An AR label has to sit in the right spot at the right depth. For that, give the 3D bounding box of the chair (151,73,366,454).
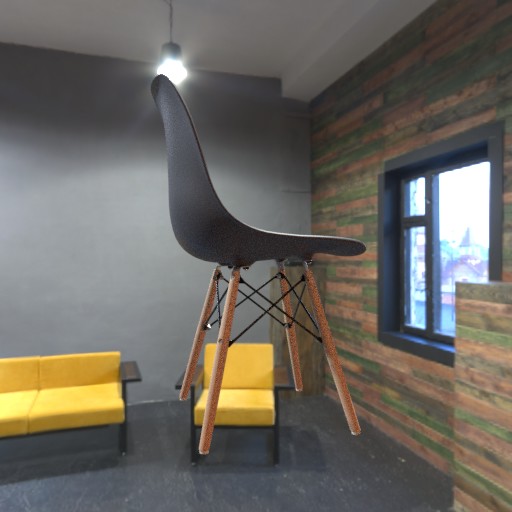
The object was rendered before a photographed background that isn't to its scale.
[{"bbox_3d":[0.000,0.000,1.149,0.533,0.826,0.470,0,-1,-16],"label":"chair"}]
